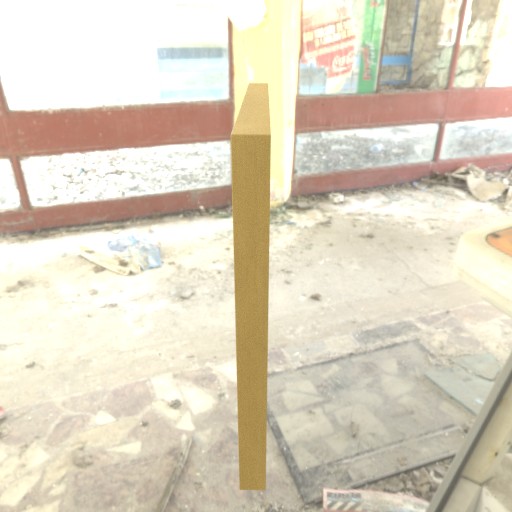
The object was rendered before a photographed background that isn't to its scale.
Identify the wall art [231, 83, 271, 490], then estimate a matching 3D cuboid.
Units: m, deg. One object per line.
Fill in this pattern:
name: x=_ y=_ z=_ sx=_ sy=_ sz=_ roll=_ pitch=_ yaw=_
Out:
wall art: x=0.000 y=0.000 z=0.758 sx=0.038 sy=0.508 sz=0.508 roll=0 pitch=26 yaw=1
